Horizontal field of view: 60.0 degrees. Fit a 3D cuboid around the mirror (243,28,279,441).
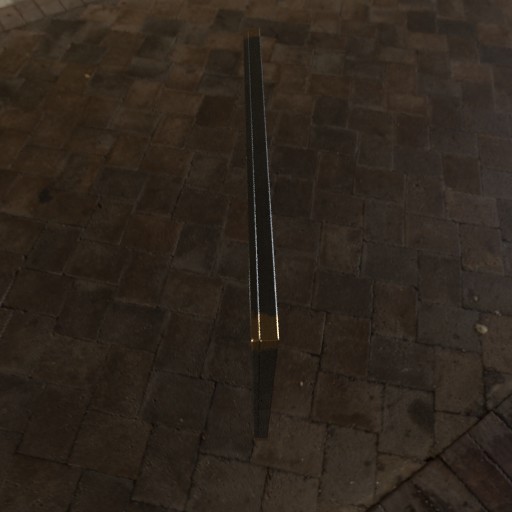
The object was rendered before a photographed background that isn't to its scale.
[{"bbox_3d":[0.000,0.000,0.570,0.020,0.381,0.382,-1,58,-1],"label":"mirror"}]
